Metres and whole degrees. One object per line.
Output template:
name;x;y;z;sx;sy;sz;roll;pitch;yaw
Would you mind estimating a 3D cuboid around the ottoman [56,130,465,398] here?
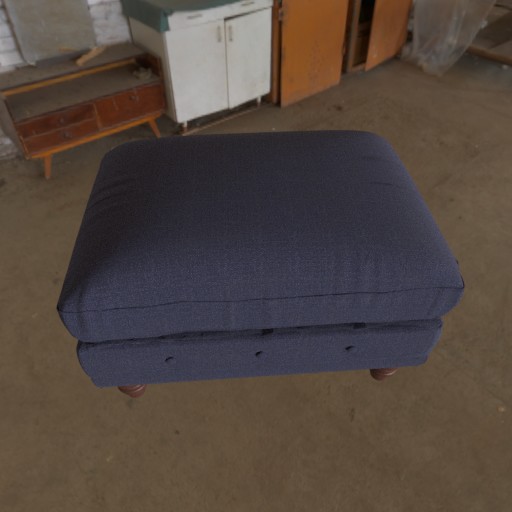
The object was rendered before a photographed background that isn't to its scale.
ottoman;0.000;0.000;1.101;0.767;0.486;0.558;-3;45;-3
